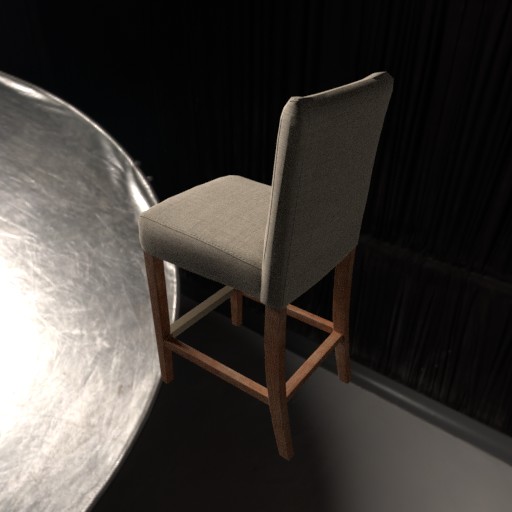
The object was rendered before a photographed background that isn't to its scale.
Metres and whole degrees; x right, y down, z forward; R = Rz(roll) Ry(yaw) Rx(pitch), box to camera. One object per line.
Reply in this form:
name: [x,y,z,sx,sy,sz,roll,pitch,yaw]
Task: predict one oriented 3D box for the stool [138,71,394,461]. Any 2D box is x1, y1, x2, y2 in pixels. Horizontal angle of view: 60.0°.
stool: [0.000,0.000,1.342,0.567,1.039,0.454,21,37,31]
